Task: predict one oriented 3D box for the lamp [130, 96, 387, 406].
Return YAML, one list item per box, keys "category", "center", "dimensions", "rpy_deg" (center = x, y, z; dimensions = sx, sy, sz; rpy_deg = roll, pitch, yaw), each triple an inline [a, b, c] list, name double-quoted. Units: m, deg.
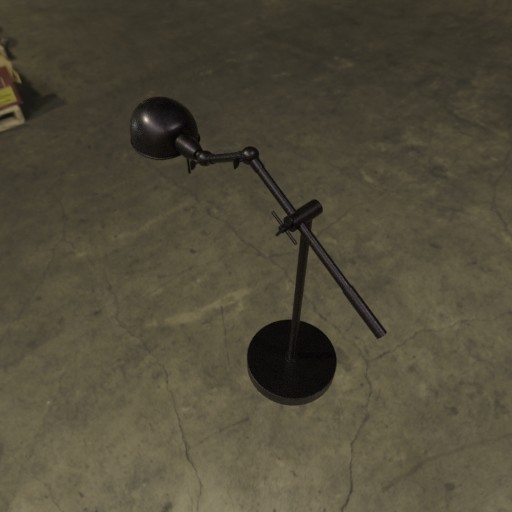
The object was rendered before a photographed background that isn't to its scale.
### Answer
- category: "lamp"
  center: [0.000, 0.000, 0.811]
  dimensions: [0.185, 0.495, 0.567]
  rpy_deg: [-34, 55, -27]
